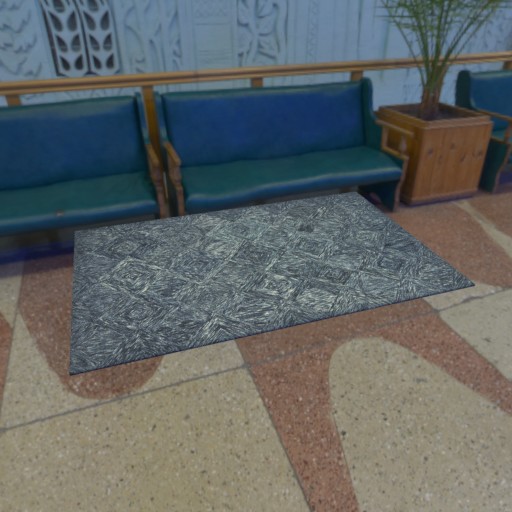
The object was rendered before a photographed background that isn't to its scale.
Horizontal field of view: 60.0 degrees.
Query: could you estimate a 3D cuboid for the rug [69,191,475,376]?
[{"bbox_3d":[0.000,0.000,2.985,2.330,0.017,1.478,-10,33,-15],"label":"rug"}]
